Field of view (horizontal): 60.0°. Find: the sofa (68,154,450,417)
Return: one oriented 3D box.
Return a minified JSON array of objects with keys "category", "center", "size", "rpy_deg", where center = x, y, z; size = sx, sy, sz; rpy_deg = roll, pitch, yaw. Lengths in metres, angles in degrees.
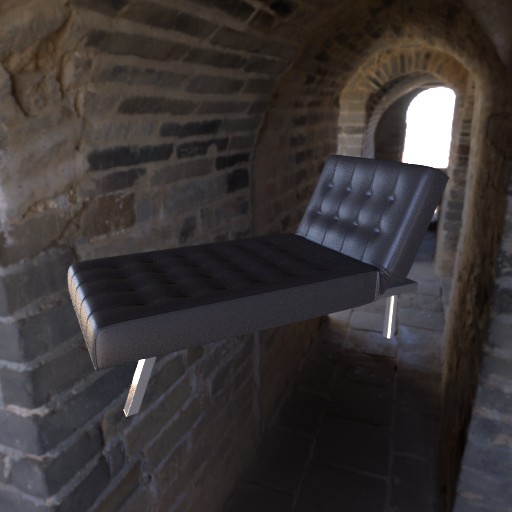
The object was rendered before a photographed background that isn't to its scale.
[{"category":"sofa","center":[0.000,0.000,2.030],"size":[1.560,0.820,0.760],"rpy_deg":[-9,20,-27]}]
